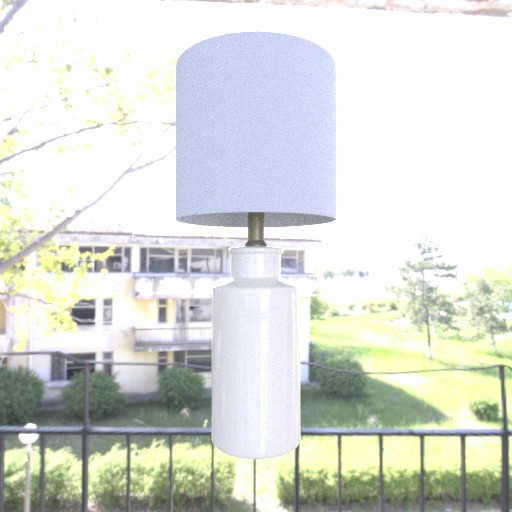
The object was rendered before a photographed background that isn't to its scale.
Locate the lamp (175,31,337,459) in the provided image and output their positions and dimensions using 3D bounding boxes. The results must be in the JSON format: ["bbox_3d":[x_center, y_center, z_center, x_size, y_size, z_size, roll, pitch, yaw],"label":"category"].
[{"bbox_3d":[0.000,0.000,0.590,0.212,0.493,0.212,0,-1,-1],"label":"lamp"}]
